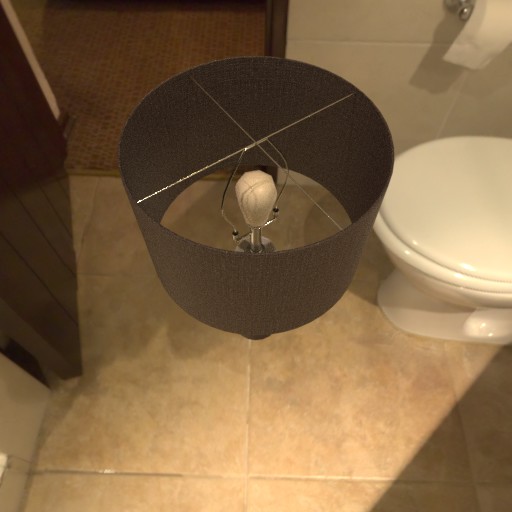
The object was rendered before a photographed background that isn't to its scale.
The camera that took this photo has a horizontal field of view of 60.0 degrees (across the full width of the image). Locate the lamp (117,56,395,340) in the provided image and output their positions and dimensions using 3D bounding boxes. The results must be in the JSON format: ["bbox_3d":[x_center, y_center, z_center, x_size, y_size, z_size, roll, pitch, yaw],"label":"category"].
[{"bbox_3d":[0.000,0.000,0.697,0.303,0.488,0.303,0,58,0],"label":"lamp"}]
